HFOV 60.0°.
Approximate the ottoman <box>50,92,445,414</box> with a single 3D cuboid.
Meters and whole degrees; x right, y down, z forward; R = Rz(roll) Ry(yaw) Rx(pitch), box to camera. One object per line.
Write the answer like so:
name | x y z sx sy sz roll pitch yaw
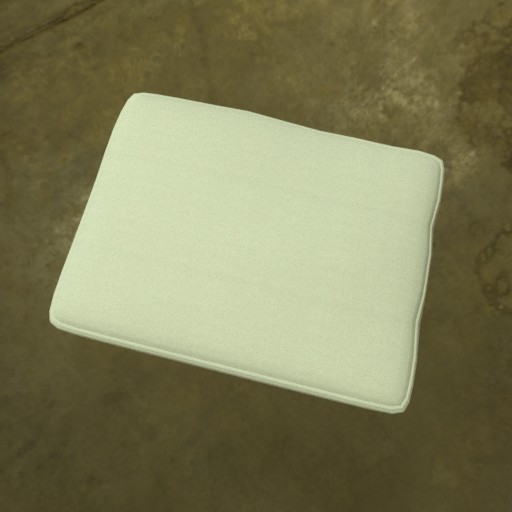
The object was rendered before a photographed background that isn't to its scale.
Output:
ottoman | 0.000 0.000 1.209 0.818 0.496 0.634 13 76 3
